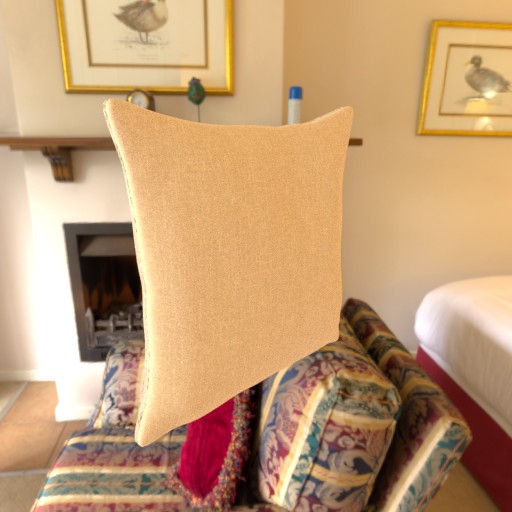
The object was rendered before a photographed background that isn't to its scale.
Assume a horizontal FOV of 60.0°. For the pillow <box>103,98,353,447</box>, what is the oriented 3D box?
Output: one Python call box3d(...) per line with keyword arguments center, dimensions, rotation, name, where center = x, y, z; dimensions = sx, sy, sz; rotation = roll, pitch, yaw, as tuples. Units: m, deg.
box3d(center=(0.000, 0.000, 0.662), dimensions=(0.436, 0.432, 0.138), rotation=(-16, 23, -42), name="pillow")
